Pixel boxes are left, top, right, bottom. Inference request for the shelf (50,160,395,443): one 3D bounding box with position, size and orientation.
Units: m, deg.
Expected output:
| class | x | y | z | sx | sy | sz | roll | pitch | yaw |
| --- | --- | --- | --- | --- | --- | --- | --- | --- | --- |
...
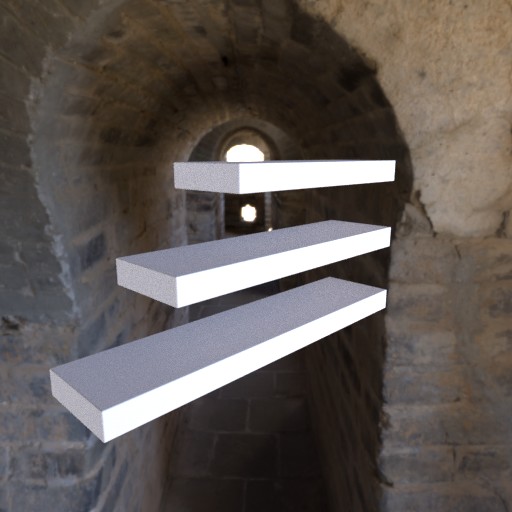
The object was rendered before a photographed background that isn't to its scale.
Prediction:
| class | x | y | z | sx | sy | sz | roll | pitch | yaw |
| --- | --- | --- | --- | --- | --- | --- | --- | --- | --- |
| shelf | 0.000 | 0.000 | 0.705 | 0.140 | 0.293 | 0.610 | 12 | 18 | 43 |
